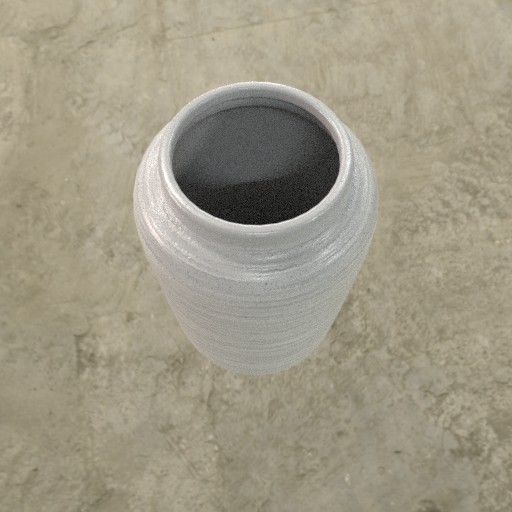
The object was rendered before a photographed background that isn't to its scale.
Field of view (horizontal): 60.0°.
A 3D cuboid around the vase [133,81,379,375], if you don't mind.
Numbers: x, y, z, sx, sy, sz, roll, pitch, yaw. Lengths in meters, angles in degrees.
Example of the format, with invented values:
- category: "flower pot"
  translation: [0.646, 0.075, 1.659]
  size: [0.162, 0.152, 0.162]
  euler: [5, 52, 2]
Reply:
- category: "vase"
  translation: [0.000, 0.000, 0.461]
  size: [0.202, 0.335, 0.202]
  euler: [0, 64, 0]
